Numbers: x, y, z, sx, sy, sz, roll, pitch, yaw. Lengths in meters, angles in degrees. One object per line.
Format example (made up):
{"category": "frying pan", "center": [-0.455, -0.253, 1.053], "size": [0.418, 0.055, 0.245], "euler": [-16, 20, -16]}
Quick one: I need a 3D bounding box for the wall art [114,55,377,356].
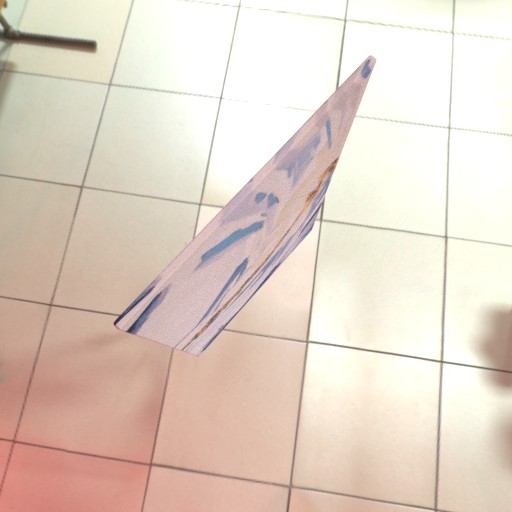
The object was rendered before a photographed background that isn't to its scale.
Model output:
{"category": "wall art", "center": [0.000, 0.000, 1.134], "size": [0.016, 0.914, 0.610], "euler": [40, 79, 10]}
